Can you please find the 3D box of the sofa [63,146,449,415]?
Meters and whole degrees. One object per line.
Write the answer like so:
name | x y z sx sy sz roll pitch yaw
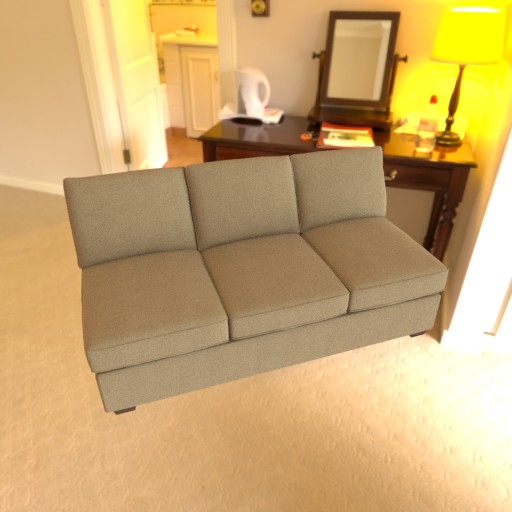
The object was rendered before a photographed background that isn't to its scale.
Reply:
sofa | 0.000 0.000 2.769 2.092 1.036 1.127 -10 33 -16
